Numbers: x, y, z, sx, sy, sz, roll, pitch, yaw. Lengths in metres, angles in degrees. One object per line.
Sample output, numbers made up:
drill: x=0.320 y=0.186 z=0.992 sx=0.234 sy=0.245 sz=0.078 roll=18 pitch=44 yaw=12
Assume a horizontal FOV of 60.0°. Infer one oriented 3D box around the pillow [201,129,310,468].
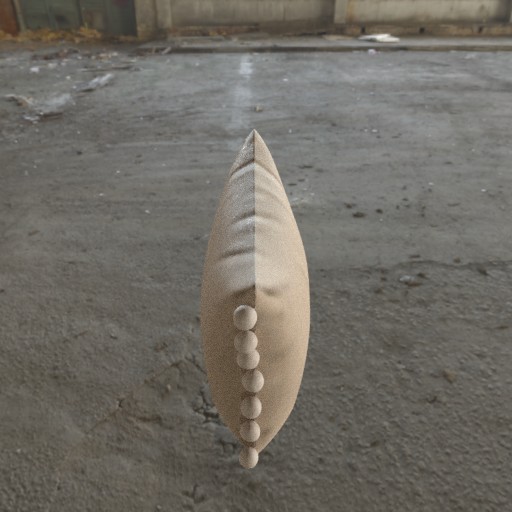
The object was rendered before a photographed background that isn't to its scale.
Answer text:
pillow: x=0.000 y=0.000 z=0.865 sx=0.201 sy=0.322 sz=0.709 roll=0 pitch=31 yaw=0
